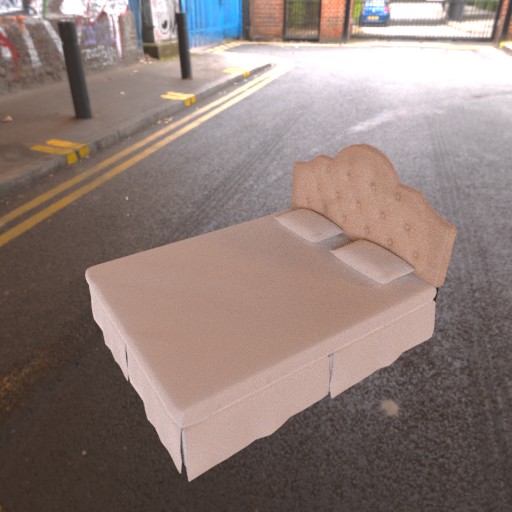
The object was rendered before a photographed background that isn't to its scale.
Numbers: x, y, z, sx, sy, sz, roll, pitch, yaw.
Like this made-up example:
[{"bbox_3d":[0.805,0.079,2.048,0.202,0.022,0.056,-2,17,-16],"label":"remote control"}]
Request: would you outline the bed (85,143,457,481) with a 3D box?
[{"bbox_3d":[0.000,0.000,2.962,1.970,1.194,1.667,-19,35,-29],"label":"bed"}]
